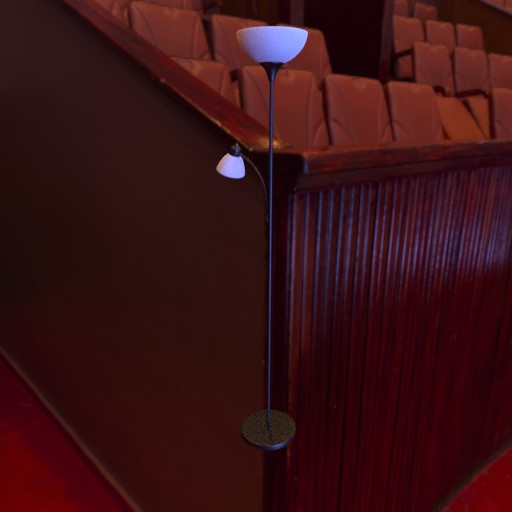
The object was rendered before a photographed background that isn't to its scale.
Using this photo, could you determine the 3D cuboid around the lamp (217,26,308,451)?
[{"bbox_3d":[0.000,0.000,2.005,0.442,1.804,0.279,17,24,42],"label":"lamp"}]
